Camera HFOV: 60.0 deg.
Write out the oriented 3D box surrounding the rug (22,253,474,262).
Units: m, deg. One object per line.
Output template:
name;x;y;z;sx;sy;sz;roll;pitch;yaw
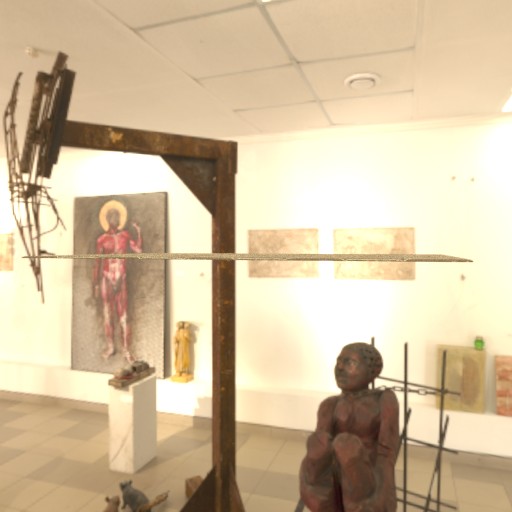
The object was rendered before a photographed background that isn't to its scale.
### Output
rug;0.000;0.000;2.995;2.457;0.012;1.541;0;1;18
